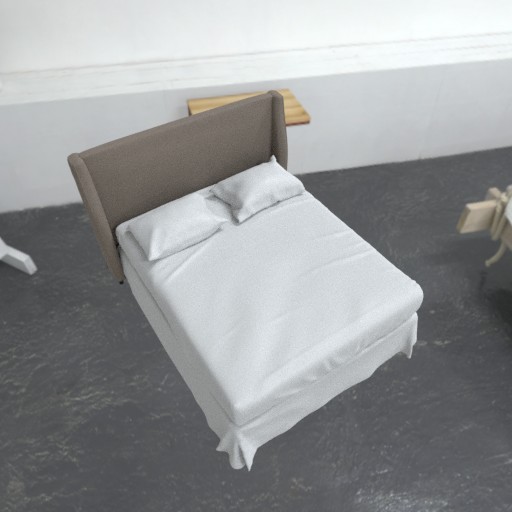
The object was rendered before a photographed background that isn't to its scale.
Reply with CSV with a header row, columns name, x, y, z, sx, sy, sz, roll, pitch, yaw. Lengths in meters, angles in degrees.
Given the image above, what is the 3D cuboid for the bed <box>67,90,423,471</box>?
name,x,y,z,sx,sy,sz,roll,pitch,yaw
bed,0.000,0.000,3.482,1.925,1.332,2.276,-26,52,-22
